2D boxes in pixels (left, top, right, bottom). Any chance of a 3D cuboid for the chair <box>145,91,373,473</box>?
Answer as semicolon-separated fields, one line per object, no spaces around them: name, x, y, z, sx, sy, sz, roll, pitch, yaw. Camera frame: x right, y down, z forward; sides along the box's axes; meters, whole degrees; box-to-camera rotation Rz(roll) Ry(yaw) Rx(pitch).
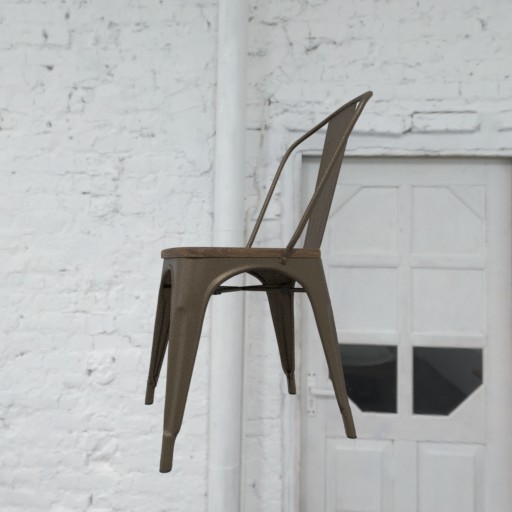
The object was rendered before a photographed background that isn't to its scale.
chair;0.000;0.000;1.151;0.532;0.844;0.451;0;-1;-18
